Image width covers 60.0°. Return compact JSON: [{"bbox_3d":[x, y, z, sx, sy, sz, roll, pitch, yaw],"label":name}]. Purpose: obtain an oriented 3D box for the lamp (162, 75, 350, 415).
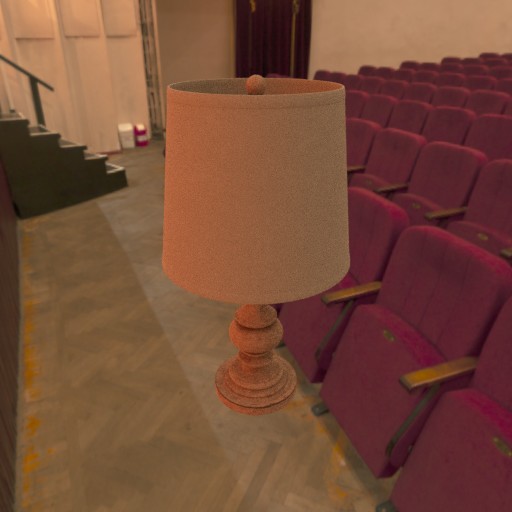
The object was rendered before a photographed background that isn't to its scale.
[{"bbox_3d":[0.000,0.000,0.655,0.273,0.497,0.273,0,26,0],"label":"lamp"}]
